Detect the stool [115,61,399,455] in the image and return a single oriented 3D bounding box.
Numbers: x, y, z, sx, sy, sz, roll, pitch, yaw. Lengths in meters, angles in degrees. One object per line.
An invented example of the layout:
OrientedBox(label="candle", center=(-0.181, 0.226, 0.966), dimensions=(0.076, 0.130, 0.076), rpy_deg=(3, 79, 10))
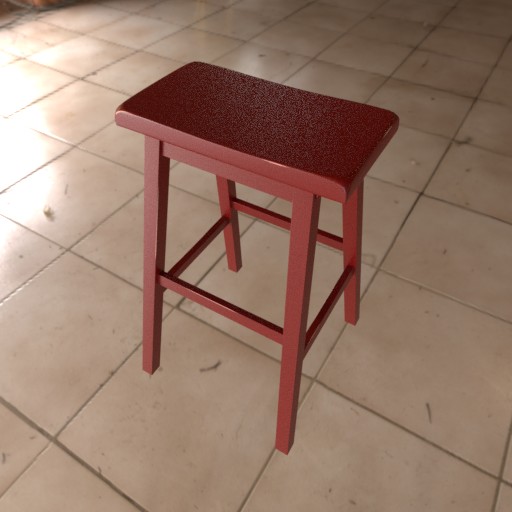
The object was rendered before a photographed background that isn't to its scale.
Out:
OrientedBox(label="stool", center=(0.000, 0.000, 1.037), dimensions=(0.457, 0.737, 0.476), rpy_deg=(23, 50, 21))
